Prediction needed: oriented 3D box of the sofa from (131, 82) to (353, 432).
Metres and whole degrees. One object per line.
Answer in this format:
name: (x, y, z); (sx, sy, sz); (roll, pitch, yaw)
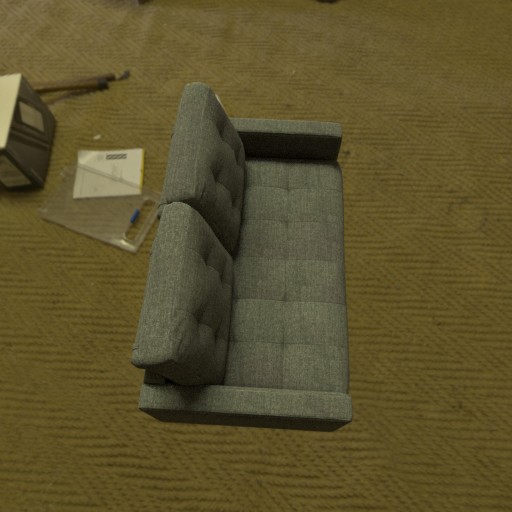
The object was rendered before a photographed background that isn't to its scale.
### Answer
sofa: (0.000, 0.000, 2.000); (0.842, 0.907, 1.407); (3, 64, 1)
